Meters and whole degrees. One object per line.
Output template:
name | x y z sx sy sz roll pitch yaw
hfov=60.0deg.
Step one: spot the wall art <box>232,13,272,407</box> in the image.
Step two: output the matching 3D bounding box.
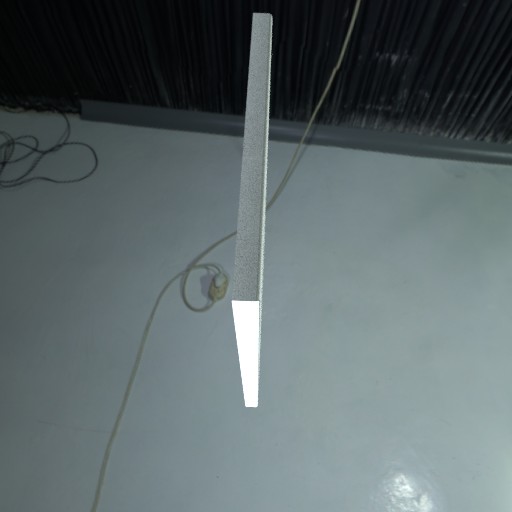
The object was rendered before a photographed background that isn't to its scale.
wall art | 0.000 0.000 1.140 0.038 0.912 0.607 2 63 1
